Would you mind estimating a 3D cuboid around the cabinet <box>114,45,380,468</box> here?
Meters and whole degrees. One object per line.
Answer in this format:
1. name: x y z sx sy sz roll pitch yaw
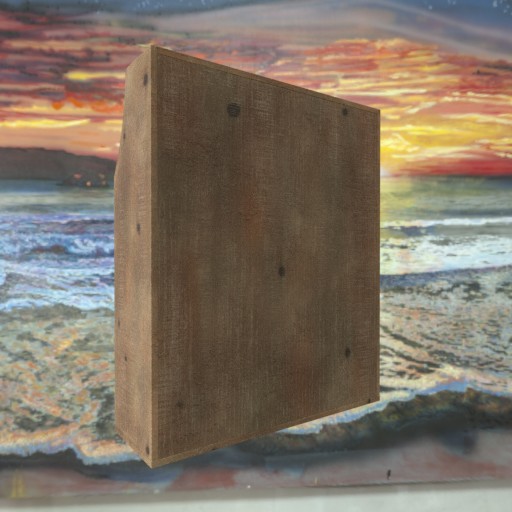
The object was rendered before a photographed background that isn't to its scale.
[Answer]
1. cabinet: 0.000 0.000 0.833 0.489 0.590 0.184 0 1 -35
